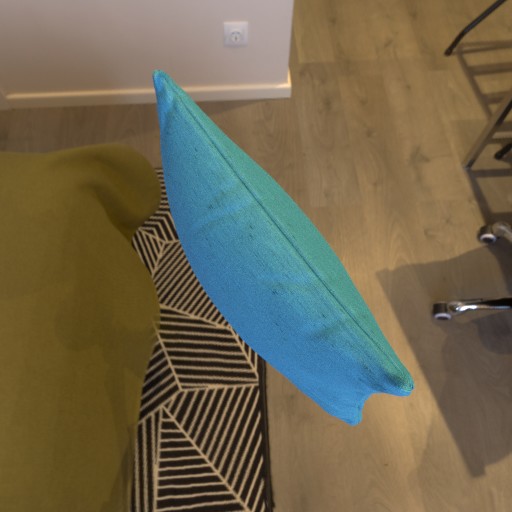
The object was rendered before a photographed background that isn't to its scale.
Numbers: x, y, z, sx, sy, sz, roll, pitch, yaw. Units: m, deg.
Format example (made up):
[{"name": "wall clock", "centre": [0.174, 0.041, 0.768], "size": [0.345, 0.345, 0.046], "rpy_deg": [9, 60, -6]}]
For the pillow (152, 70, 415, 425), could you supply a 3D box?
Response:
[{"name": "pillow", "centre": [0.000, 0.000, 0.770], "size": [0.210, 0.338, 0.633], "rpy_deg": [-31, 67, -14]}]
